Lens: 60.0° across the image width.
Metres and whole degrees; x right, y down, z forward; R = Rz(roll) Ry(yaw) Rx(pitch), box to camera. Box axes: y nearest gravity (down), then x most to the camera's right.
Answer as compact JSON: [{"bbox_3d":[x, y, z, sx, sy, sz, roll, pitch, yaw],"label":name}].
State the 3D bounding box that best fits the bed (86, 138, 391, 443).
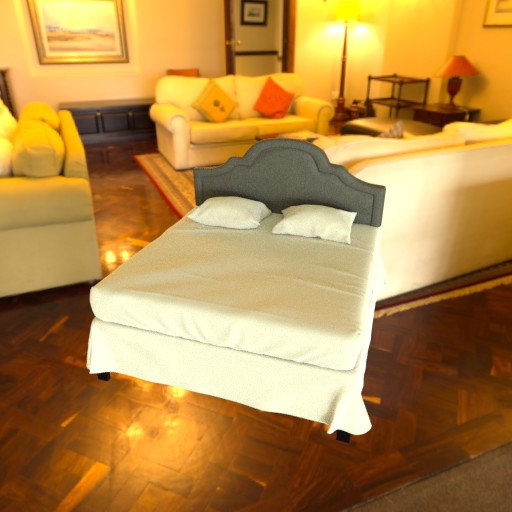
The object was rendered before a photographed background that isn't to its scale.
[{"bbox_3d":[0.000,0.000,3.815,2.303,1.631,2.222,8,28,16],"label":"bed"}]
